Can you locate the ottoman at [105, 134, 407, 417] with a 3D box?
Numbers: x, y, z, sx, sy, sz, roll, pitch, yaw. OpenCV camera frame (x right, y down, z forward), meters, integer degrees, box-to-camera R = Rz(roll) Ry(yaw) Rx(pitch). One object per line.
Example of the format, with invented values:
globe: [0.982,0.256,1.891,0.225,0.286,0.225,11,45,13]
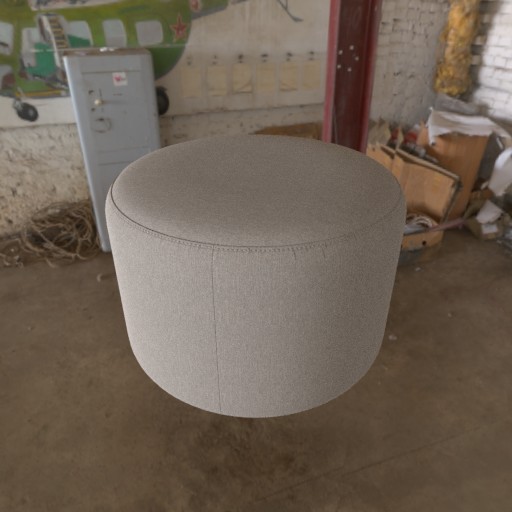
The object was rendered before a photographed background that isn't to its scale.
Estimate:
ottoman: [0.000,0.000,1.006,0.608,0.433,0.608,0,31,0]
